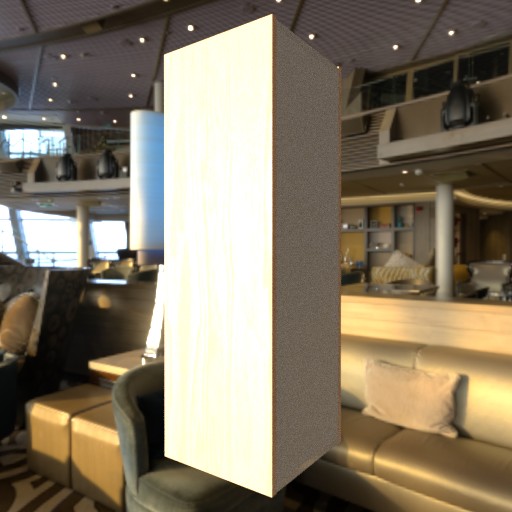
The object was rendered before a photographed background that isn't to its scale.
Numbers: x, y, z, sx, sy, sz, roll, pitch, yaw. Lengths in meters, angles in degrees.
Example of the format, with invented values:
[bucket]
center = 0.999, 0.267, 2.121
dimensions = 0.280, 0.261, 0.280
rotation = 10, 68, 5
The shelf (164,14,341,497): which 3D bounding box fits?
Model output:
[shelf]
center = 0.000, 0.000, 1.031
dimensions = 0.290, 0.900, 0.300
rotation = 0, 1, 36
